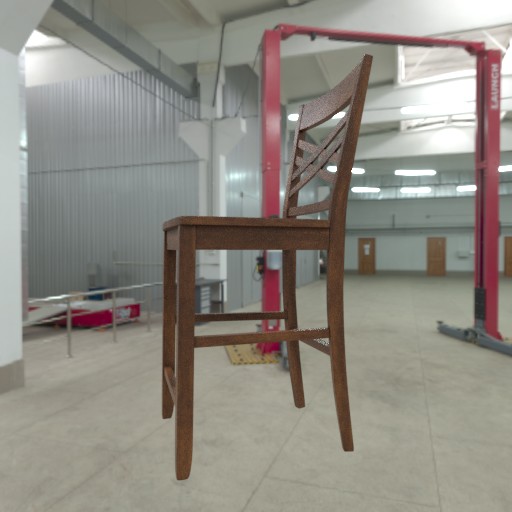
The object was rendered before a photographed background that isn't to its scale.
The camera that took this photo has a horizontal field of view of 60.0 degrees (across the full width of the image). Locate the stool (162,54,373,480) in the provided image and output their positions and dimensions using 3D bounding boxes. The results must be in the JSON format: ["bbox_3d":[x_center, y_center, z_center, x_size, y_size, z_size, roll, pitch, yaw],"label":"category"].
[{"bbox_3d":[0.000,0.000,1.332,0.539,1.079,0.462,0,1,-17],"label":"stool"}]
